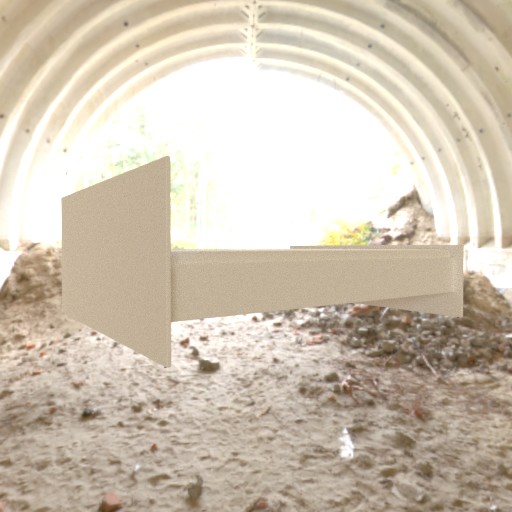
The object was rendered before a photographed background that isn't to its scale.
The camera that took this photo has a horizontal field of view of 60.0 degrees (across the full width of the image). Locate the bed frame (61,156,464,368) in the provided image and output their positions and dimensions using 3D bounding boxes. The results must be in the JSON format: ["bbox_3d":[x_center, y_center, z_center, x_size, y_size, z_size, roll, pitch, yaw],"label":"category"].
[{"bbox_3d":[0.000,0.000,2.955,2.060,0.800,1.720,-1,1,-36],"label":"bed frame"}]
